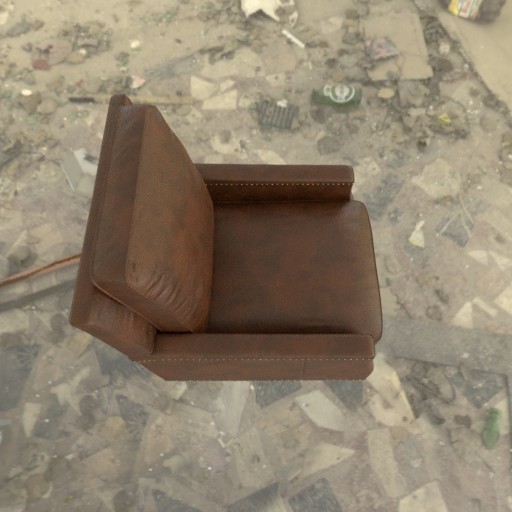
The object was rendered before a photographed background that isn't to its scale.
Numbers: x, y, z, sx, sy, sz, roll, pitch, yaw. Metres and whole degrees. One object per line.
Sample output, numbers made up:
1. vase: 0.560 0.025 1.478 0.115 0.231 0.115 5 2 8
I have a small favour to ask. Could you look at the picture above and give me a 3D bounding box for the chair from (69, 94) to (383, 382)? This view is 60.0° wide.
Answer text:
1. chair: 0.000 0.000 1.791 1.035 1.054 0.854 0 64 0
